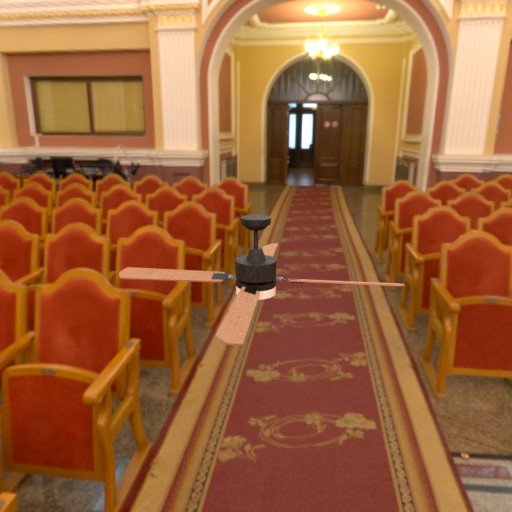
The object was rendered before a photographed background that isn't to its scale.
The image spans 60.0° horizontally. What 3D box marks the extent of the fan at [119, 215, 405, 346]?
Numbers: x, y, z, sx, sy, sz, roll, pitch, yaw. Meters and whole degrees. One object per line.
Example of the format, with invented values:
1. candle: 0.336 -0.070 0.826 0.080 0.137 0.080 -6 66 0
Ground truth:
1. fan: 0.000 0.000 2.012 1.320 0.355 1.320 2 16 8
